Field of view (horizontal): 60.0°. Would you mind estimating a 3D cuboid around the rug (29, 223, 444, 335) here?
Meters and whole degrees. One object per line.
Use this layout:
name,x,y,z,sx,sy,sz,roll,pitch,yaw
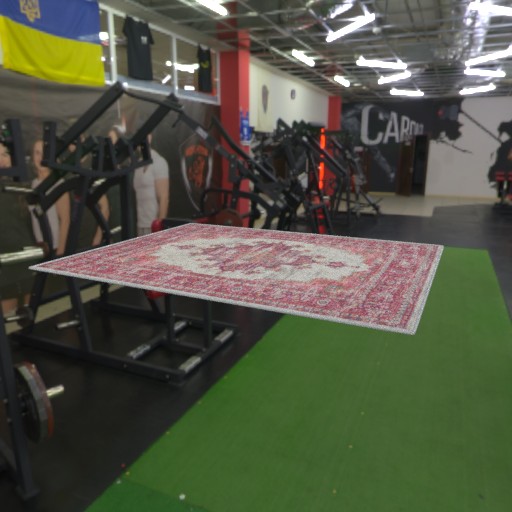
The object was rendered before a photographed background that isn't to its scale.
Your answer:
rug,0.000,0.000,4.161,3.123,0.017,2.447,7,16,25
